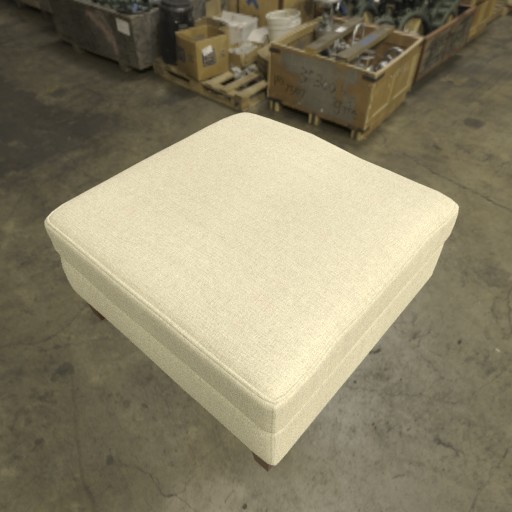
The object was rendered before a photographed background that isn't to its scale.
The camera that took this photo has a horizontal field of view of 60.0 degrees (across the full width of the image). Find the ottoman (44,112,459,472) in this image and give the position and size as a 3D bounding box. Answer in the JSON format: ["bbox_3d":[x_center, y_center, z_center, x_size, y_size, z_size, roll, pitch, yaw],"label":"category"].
[{"bbox_3d":[0.000,0.000,1.338,0.838,0.478,0.838,32,53,28],"label":"ottoman"}]
